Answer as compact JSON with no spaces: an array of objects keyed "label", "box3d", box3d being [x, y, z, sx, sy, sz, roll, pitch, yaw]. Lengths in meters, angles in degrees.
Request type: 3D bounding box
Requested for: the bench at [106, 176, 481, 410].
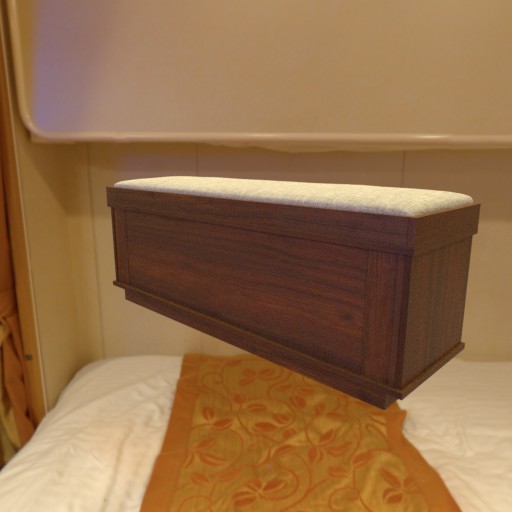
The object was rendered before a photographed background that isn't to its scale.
[{"label":"bench","box3d":[0.000,0.000,1.409,1.196,0.468,0.367,12,18,43]}]
